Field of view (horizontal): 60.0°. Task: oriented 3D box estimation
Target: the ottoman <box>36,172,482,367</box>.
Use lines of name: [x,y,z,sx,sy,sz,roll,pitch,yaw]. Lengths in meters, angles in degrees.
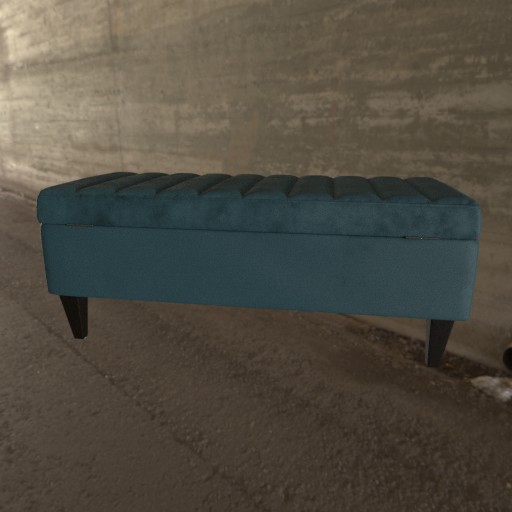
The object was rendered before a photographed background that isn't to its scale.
ottoman: [0.000,0.000,1.382,1.151,0.469,0.482,3,17,9]
